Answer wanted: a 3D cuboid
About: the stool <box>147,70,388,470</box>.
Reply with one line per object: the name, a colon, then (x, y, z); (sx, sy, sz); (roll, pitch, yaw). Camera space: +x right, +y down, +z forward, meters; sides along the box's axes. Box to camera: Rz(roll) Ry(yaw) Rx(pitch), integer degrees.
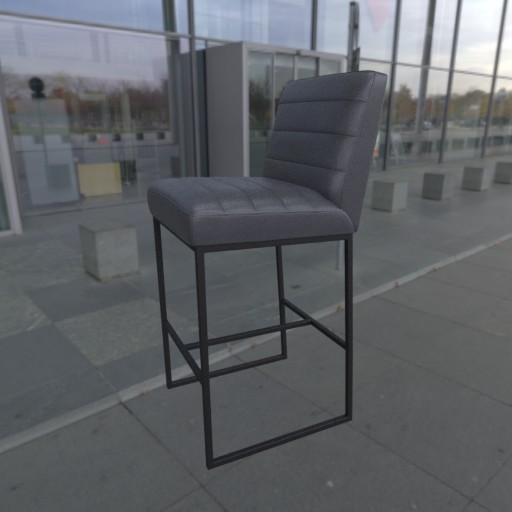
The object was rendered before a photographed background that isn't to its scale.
stool: (0.000, 0.000, 1.351); (0.552, 1.040, 0.457); (-8, 19, -24)
